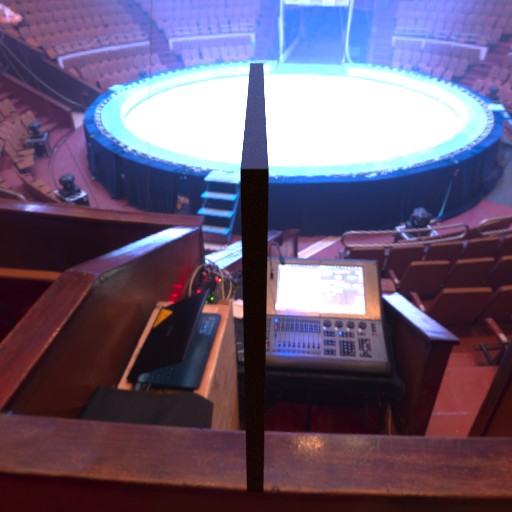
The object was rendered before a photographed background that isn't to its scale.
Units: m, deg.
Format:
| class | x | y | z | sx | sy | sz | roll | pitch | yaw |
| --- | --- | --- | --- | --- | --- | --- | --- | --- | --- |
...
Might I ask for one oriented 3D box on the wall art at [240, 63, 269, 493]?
| class | x | y | z | sx | sy | sz | roll | pitch | yaw |
| --- | --- | --- | --- | --- | --- | --- | --- | --- | --- |
| wall art | 0.000 | 0.000 | 1.099 | 0.037 | 0.763 | 0.763 | 0 | 33 | 0 |
